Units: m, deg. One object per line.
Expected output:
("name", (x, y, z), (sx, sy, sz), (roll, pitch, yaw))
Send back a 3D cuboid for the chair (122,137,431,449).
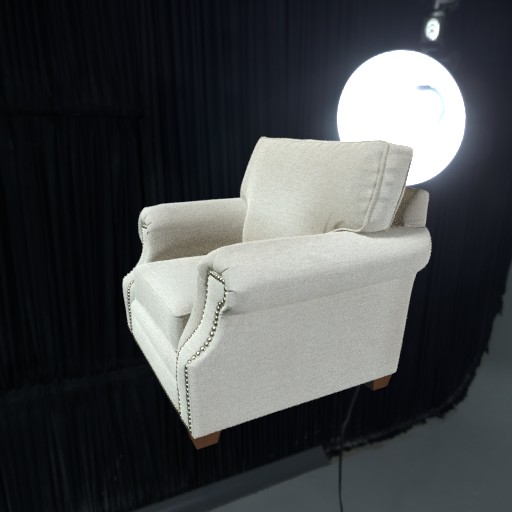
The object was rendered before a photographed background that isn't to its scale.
("chair", (0.000, 0.000, 1.867), (0.965, 0.961, 1.092), (-8, 18, -27))
